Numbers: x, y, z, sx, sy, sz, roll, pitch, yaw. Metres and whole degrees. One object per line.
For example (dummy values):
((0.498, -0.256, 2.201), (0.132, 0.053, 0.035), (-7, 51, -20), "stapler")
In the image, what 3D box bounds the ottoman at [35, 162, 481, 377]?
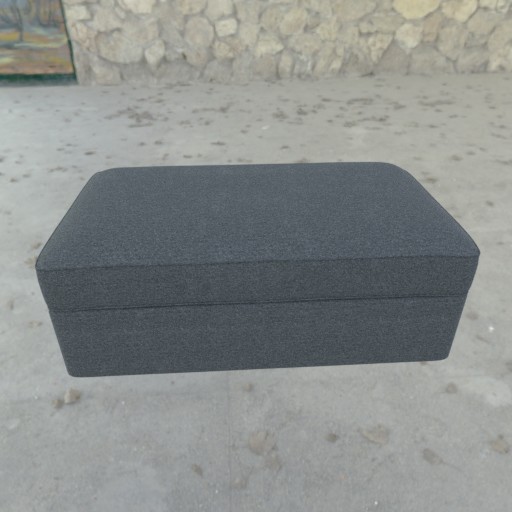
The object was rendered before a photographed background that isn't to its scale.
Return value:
((0.000, 0.000, 1.513), (1.173, 0.494, 0.681), (-2, 32, -3), "ottoman")
